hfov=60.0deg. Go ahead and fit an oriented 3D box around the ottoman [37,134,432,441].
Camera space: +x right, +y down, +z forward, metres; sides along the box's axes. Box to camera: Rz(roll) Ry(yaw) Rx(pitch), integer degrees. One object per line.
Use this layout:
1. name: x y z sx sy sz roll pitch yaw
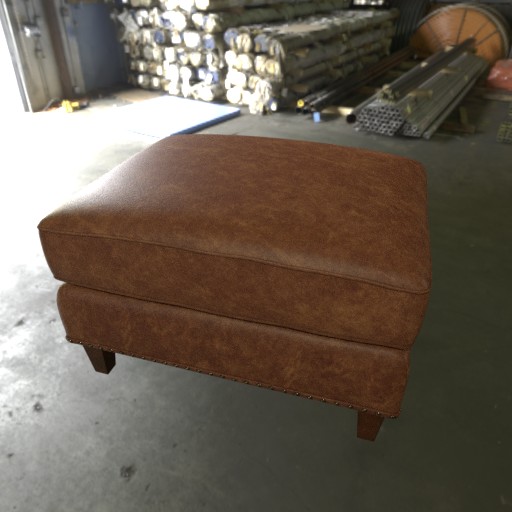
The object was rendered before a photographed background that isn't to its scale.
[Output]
1. ottoman: 0.000 0.000 1.085 0.742 0.486 0.586 9 34 14
